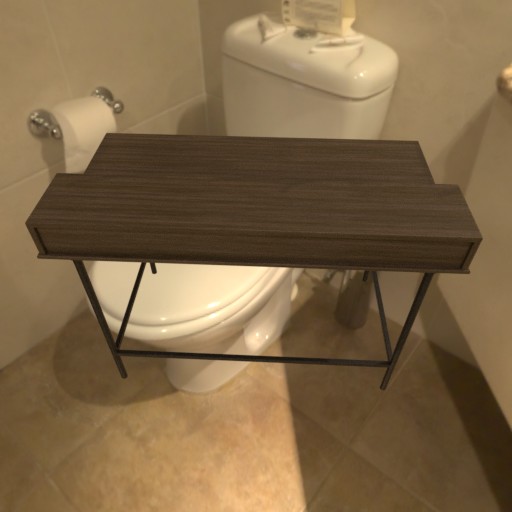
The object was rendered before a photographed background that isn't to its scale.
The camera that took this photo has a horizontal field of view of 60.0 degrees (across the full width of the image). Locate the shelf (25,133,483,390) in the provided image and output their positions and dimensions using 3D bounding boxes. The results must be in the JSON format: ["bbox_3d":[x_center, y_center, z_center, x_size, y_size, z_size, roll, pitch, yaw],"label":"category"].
[{"bbox_3d":[0.000,0.000,1.698,1.212,0.865,0.685,2,45,2],"label":"shelf"}]
